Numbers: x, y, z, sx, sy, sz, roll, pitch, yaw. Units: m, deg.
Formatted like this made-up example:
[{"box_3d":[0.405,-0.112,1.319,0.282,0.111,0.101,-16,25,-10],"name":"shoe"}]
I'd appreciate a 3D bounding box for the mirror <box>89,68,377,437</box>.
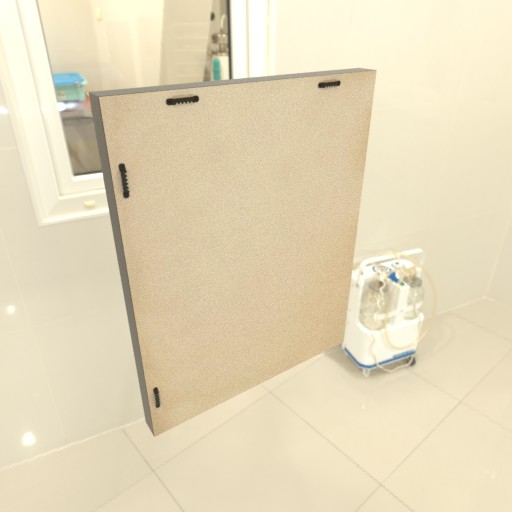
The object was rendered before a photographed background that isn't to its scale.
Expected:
[{"box_3d":[0.000,0.000,0.681,0.405,0.508,0.041,-18,34,-29],"name":"mirror"}]
